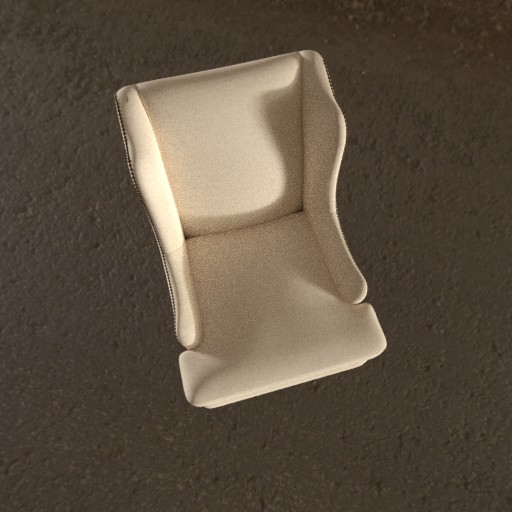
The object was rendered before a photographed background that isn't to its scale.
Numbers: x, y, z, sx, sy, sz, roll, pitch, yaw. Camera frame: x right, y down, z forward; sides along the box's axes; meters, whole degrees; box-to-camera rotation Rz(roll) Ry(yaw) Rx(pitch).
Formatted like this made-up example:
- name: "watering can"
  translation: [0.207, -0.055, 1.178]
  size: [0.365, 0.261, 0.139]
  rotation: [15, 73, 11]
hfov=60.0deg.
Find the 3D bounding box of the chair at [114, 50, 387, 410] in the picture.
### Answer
- name: "chair"
  translation: [0.000, 0.000, 1.685]
  size: [0.737, 1.029, 0.940]
  rotation: [-14, 66, -6]
